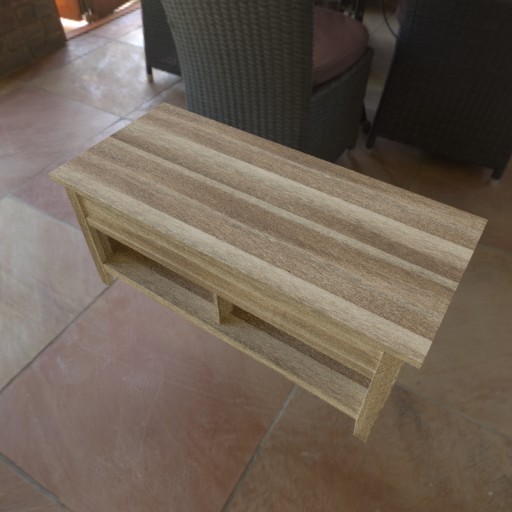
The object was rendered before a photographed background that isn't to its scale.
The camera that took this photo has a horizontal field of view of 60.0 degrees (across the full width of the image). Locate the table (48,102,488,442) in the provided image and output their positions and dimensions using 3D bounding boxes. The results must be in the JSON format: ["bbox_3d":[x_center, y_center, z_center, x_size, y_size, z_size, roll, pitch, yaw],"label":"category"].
[{"bbox_3d":[0.000,0.000,1.371,1.095,0.480,0.493,26,52,22],"label":"table"}]
